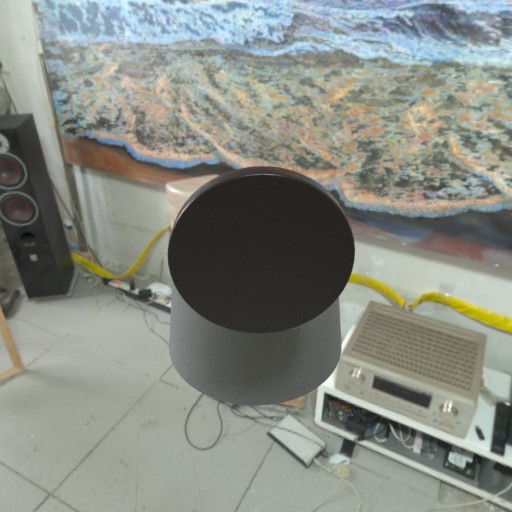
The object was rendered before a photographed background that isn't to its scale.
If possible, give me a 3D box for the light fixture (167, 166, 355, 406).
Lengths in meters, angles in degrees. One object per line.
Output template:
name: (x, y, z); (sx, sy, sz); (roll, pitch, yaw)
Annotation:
light fixture: (0.000, 0.000, 0.442); (0.204, 0.268, 0.254); (-1, 31, -2)
